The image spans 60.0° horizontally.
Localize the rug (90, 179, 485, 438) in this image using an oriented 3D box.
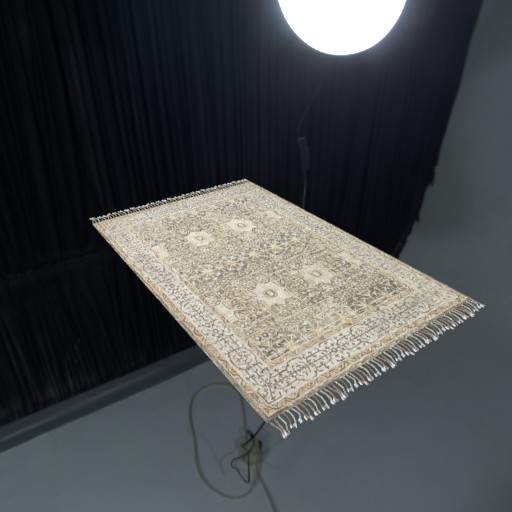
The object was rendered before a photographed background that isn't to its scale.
[{"bbox_3d":[0.000,0.000,2.486,1.237,0.010,2.029,-20,37,-30],"label":"rug"}]
